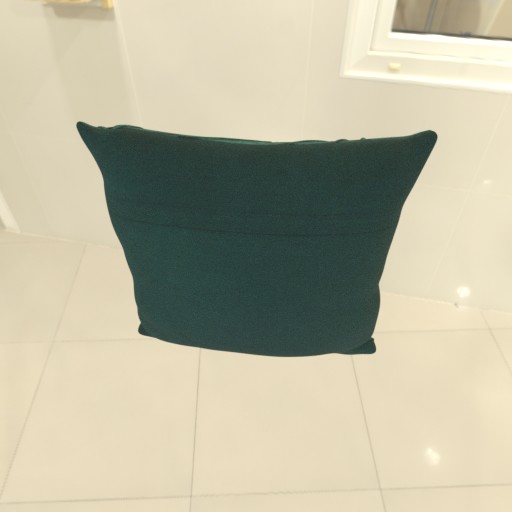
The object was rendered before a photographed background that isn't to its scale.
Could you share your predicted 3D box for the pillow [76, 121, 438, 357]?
[{"bbox_3d":[0.000,0.000,0.674,0.439,0.440,0.184,3,45,3],"label":"pillow"}]
